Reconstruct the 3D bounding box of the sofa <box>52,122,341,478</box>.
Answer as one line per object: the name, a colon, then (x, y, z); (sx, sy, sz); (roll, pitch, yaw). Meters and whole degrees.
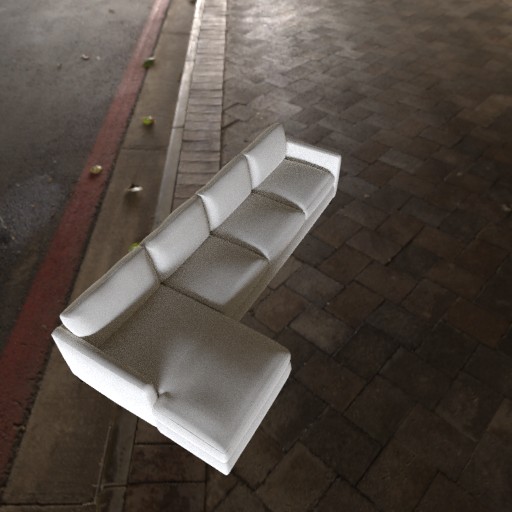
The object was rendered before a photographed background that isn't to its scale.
sofa: (0.000, 0.000, 3.885); (1.467, 0.875, 3.186); (23, 49, 21)
